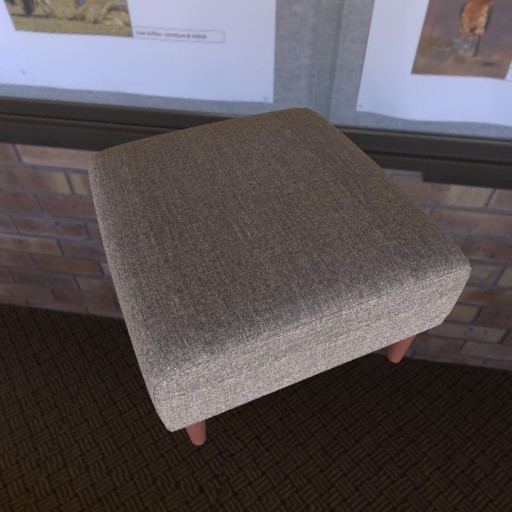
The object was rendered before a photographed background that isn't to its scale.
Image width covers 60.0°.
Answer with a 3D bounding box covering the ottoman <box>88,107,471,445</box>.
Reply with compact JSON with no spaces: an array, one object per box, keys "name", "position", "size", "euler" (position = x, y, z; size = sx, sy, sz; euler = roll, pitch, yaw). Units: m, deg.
[{"name":"ottoman","position":[0.000,0.000,1.058],"size":[0.648,0.399,0.655],"euler":[-17,48,-16]}]
